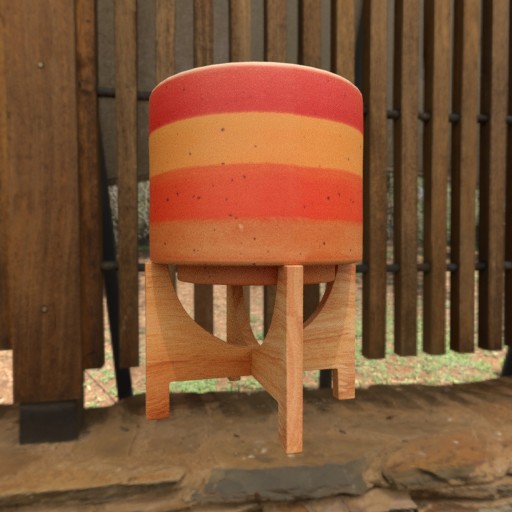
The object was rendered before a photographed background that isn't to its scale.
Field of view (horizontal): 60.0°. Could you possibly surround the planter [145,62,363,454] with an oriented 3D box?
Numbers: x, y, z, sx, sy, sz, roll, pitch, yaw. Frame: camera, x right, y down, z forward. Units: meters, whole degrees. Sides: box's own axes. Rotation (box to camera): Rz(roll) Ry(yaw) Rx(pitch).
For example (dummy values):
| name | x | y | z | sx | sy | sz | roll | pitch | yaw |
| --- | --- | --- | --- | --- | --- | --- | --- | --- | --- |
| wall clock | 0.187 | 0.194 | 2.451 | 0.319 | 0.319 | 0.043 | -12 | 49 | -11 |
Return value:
| name | x | y | z | sx | sy | sz | roll | pitch | yaw |
| --- | --- | --- | --- | --- | --- | --- | --- | --- | --- |
| planter | 0.000 | 0.000 | 0.553 | 0.269 | 0.379 | 0.269 | 0 | 1 | 0 |
